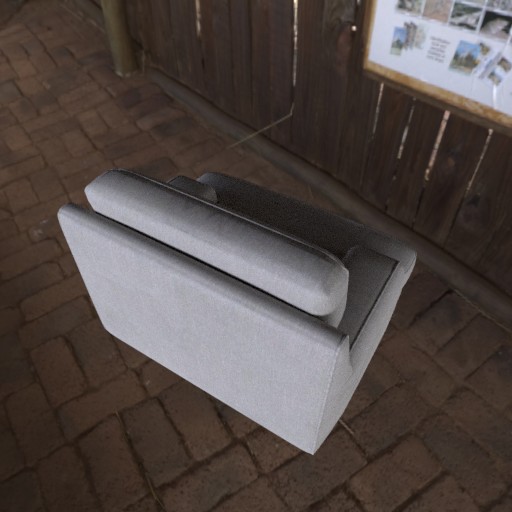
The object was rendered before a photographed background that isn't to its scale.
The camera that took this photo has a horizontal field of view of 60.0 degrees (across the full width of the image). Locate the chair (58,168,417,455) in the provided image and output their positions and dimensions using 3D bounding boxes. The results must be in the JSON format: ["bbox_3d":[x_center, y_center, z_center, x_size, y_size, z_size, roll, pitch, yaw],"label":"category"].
[{"bbox_3d":[0.000,0.000,2.041,1.270,0.974,1.043,24,50,22],"label":"chair"}]
